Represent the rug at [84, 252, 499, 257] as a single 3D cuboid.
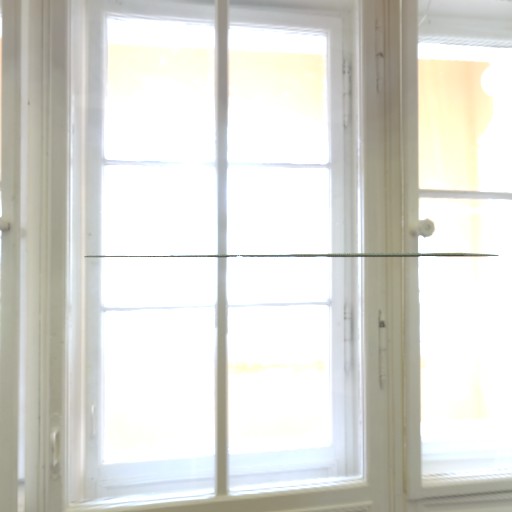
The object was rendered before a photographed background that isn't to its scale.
[{"bbox_3d":[0.000,0.000,2.359,2.196,0.011,0.662,0,0,37],"label":"rug"}]
